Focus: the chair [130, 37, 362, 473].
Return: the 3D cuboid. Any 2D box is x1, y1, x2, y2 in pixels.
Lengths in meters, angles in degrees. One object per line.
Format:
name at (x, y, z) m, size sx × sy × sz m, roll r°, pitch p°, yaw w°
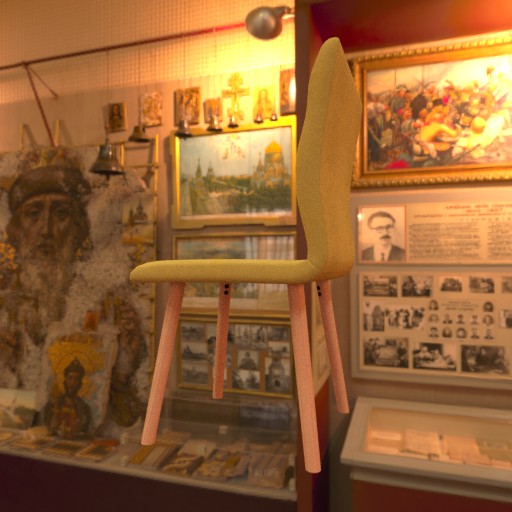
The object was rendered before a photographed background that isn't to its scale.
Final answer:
chair at (0.000, 0.000, 1.266) m, size 0.550 × 0.965 × 0.450 m, roll 0°, pitch -1°, yaw 20°
